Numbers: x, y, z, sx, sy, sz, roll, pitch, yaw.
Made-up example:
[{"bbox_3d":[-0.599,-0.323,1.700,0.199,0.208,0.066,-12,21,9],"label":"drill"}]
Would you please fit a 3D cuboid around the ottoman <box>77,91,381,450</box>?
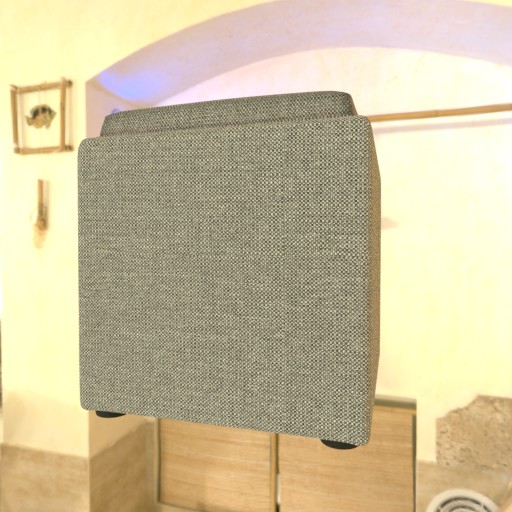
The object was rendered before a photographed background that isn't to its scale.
[{"bbox_3d":[0.000,0.000,0.824,0.436,0.487,0.454,0,2,17],"label":"ottoman"}]
